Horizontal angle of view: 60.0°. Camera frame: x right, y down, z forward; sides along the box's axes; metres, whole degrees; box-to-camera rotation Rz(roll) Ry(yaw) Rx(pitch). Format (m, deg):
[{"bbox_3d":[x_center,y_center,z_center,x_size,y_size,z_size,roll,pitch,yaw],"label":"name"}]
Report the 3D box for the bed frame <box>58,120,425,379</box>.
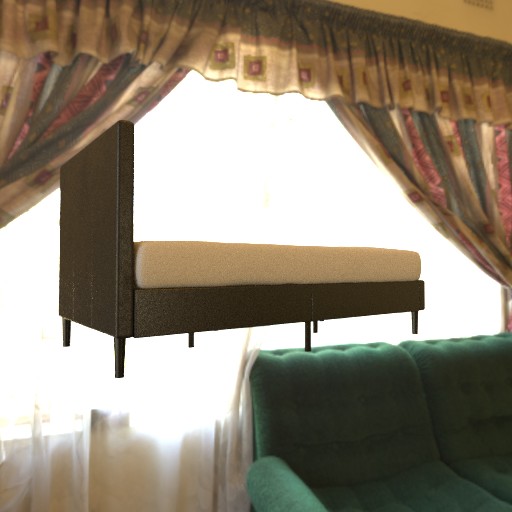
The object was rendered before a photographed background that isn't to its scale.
[{"bbox_3d":[0.000,0.000,2.640,2.152,1.046,1.038,1,-2,-36],"label":"bed frame"}]
